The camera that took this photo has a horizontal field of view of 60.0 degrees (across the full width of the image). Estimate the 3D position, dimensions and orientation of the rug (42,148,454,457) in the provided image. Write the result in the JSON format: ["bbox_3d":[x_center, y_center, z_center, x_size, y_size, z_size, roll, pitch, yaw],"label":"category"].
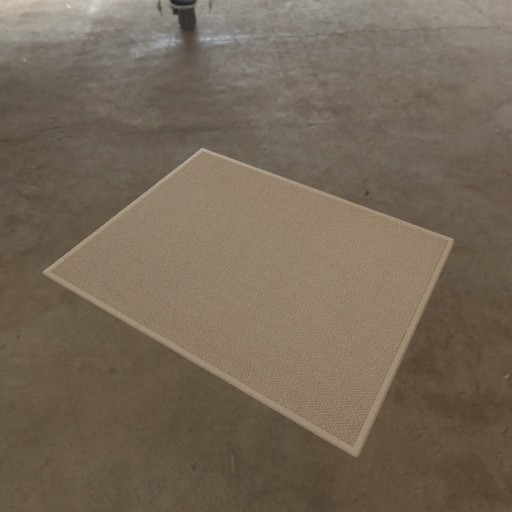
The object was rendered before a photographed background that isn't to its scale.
[{"bbox_3d":[0.000,0.000,4.142,3.051,0.020,2.407,24,51,22],"label":"rug"}]
